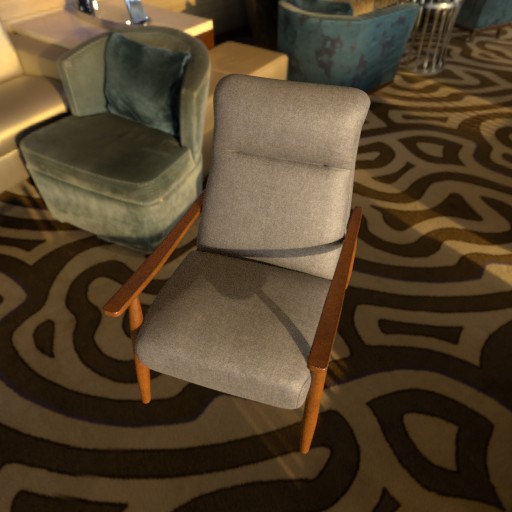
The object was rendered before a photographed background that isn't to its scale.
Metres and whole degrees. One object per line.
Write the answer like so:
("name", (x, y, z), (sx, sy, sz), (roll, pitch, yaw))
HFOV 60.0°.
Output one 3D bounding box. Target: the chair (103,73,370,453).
("chair", (0.000, 0.000, 1.803), (0.762, 1.081, 1.014), (12, 44, 13))
